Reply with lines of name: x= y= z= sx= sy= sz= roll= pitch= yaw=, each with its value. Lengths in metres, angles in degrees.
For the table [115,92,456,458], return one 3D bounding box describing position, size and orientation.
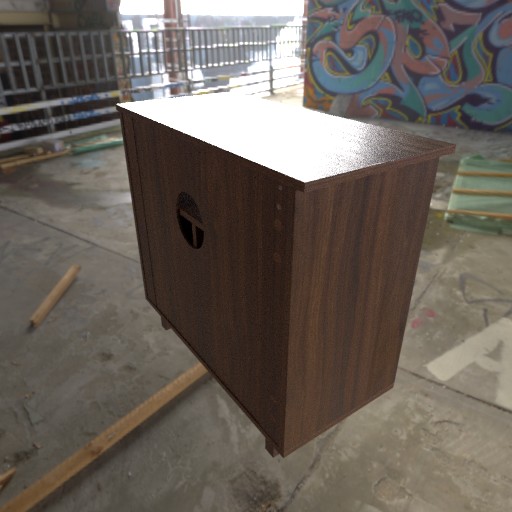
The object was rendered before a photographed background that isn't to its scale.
table: x=0.000 y=0.000 z=1.213 sx=0.390 sy=0.725 sz=0.802 roll=-19 pitch=34 yaw=-30
